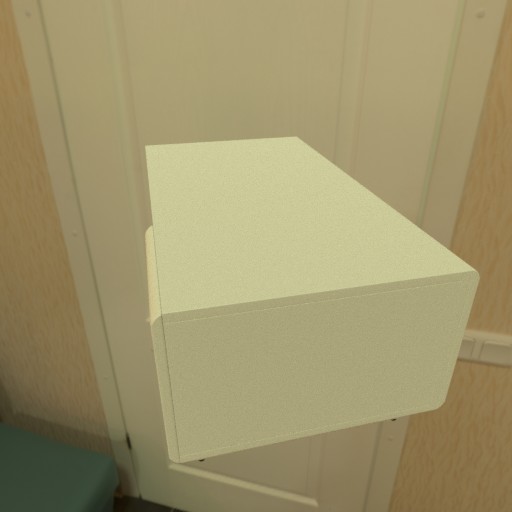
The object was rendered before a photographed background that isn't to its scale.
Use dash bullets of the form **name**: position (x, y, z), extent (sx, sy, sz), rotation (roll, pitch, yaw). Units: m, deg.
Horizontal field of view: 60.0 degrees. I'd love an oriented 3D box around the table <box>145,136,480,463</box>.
- **table**: position (0.000, 0.000, 1.367), extent (0.639, 0.442, 1.097), rotation (-7, 29, -12)
